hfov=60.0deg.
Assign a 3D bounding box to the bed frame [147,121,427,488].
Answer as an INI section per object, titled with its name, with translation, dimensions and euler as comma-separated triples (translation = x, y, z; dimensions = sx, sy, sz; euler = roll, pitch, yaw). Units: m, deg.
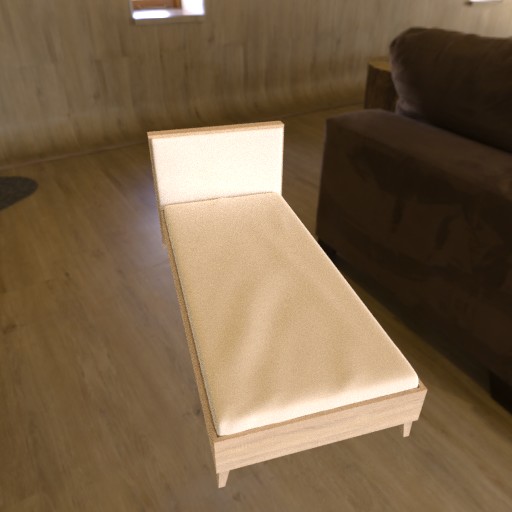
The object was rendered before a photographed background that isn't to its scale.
[bed frame]
translation = 0.000, 0.000, 2.637
dimensions = 0.990, 0.920, 2.140
euler = -9, 34, -13
